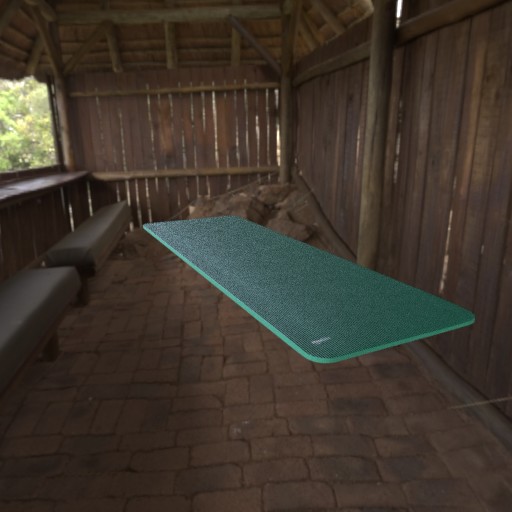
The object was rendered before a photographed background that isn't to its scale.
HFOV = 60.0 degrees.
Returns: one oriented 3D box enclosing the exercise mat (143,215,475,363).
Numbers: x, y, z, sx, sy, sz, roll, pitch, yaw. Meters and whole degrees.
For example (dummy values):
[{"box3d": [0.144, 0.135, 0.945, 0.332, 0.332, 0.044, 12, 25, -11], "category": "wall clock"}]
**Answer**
[{"box3d": [0.000, 0.000, 2.029, 0.616, 0.021, 1.869, -8, 18, -26], "category": "exercise mat"}]
